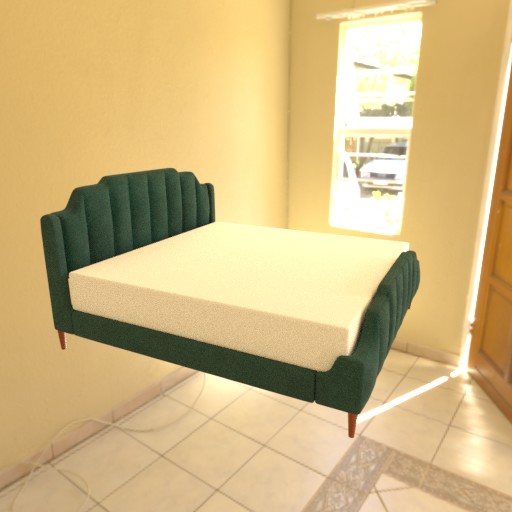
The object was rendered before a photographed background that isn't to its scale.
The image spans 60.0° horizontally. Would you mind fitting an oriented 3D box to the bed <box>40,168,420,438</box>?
[{"bbox_3d":[0.000,0.000,3.563,2.340,1.245,2.074,8,18,26],"label":"bed"}]
